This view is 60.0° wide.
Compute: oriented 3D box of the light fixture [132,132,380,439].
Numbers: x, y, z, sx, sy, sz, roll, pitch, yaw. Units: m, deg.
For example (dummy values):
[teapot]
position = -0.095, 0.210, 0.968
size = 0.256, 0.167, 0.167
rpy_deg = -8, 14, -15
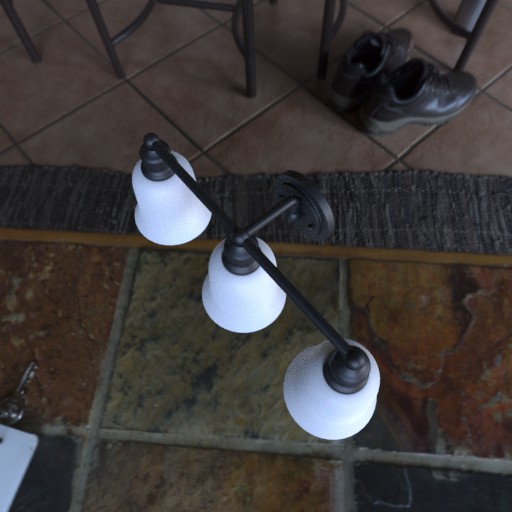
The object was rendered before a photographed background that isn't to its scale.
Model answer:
[light fixture]
position = 0.000, 0.000, 0.678
size = 0.198, 0.211, 0.570
rpy_deg = -37, 69, -17
